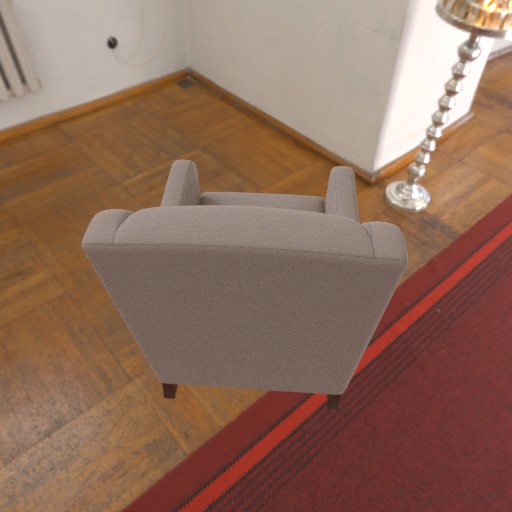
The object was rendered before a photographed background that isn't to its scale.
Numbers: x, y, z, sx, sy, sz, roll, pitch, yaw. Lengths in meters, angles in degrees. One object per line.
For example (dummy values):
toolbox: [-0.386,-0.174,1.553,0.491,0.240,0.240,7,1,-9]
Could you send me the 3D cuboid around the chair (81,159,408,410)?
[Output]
chair: [0.000,0.000,1.585,0.715,1.017,0.896,3,47,3]
